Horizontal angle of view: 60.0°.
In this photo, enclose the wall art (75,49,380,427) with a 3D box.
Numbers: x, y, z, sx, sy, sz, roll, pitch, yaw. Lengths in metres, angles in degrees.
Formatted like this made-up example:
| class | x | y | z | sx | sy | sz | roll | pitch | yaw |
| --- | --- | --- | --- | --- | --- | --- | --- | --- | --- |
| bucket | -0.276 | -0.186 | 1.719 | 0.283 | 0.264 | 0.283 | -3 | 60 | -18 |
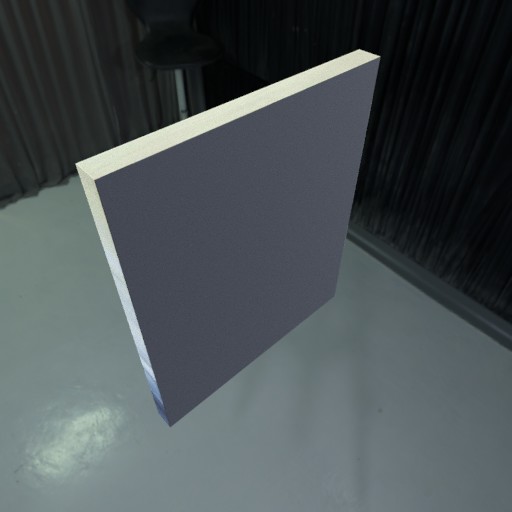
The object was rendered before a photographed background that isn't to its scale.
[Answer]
| class | x | y | z | sx | sy | sz | roll | pitch | yaw |
| --- | --- | --- | --- | --- | --- | --- | --- | --- | --- |
| wall art | 0.000 | 0.000 | 0.697 | 0.435 | 0.511 | 0.037 | -33 | 53 | -29 |
